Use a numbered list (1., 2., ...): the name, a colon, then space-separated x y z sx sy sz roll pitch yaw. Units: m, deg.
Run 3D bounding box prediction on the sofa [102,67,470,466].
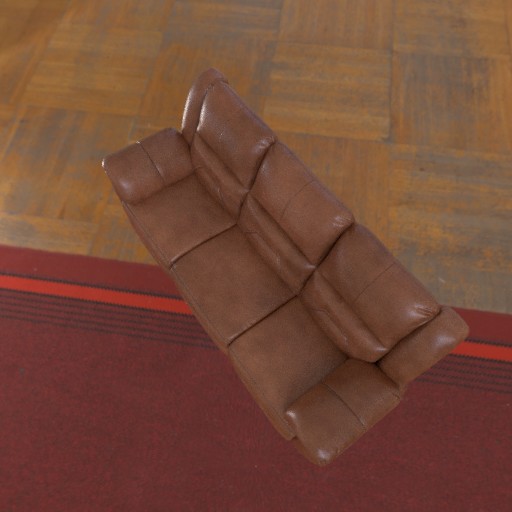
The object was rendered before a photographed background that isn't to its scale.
1. sofa: 0.000 0.000 2.779 0.991 1.043 2.337 -34 69 -15
